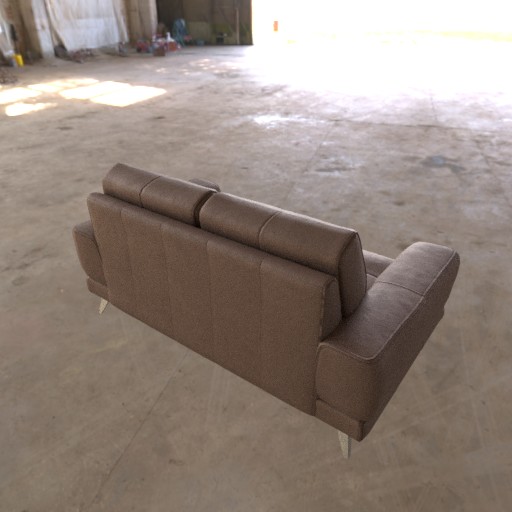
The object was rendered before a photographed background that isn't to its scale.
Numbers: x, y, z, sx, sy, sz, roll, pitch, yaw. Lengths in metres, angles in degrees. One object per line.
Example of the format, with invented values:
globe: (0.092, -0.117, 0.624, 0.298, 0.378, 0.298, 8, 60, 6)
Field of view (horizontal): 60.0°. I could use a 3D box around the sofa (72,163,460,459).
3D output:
sofa: (0.000, 0.000, 2.319, 1.806, 0.907, 1.018, 20, 35, 31)
